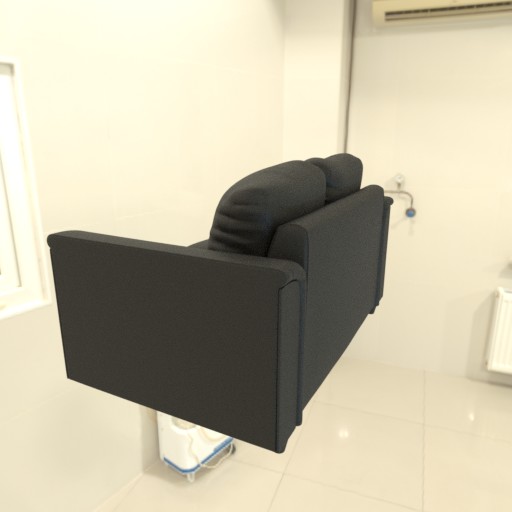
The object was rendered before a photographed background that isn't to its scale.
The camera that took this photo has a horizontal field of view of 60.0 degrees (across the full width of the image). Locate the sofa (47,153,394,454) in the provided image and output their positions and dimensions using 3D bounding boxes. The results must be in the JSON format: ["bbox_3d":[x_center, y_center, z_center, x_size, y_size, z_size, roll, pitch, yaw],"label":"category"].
[{"bbox_3d":[0.000,0.000,1.936,0.887,0.845,1.386,8,18,26],"label":"sofa"}]
